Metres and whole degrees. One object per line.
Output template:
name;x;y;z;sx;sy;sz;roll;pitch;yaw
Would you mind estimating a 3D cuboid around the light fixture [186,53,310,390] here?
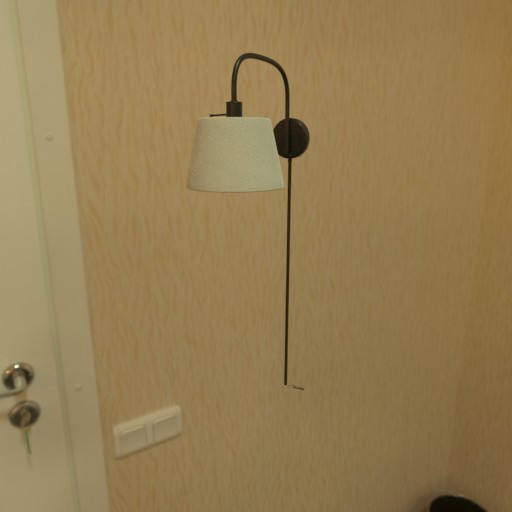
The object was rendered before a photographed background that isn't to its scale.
light fixture;0.000;0.000;0.473;0.092;0.399;0.176;8;17;27
